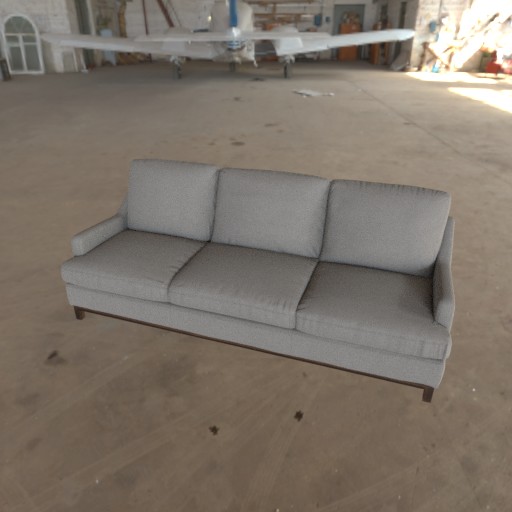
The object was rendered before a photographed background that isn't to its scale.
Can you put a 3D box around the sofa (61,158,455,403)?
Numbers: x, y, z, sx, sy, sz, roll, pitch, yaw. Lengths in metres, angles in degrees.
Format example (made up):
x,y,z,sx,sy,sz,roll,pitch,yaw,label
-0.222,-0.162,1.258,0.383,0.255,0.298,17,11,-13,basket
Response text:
x,y,z,sx,sy,sz,roll,pitch,yaw,label
0.000,0.000,2.846,2.344,0.926,0.987,9,29,17,sofa
